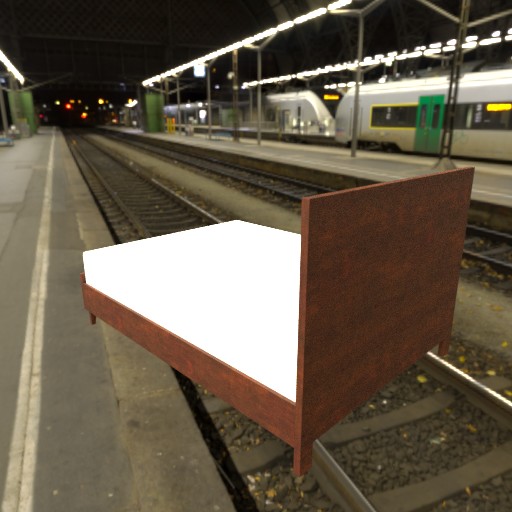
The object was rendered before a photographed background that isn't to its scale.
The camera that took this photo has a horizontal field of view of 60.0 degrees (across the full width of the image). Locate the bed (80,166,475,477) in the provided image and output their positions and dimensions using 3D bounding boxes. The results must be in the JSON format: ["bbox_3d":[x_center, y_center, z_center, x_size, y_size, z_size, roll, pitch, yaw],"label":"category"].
[{"bbox_3d":[0.000,0.000,3.099,1.600,1.270,2.184,-16,24,-42],"label":"bed"}]
